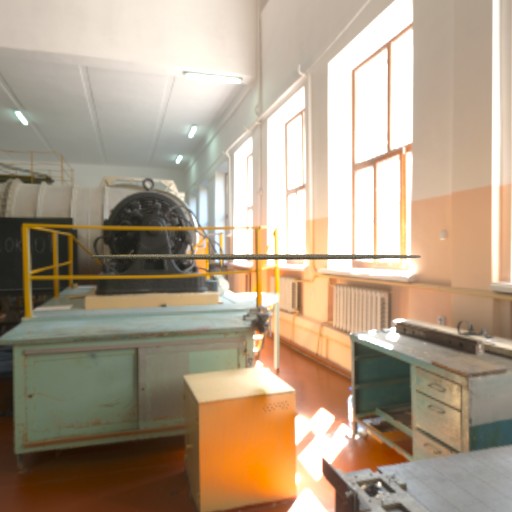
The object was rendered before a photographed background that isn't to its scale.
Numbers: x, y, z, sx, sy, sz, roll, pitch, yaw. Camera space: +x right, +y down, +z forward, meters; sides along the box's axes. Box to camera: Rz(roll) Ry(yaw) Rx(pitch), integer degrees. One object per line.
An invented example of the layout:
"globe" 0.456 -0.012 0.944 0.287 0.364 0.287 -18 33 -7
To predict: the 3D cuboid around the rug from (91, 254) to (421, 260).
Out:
"rug" 0.000 0.000 2.291 1.598 0.010 1.598 0 1 0
